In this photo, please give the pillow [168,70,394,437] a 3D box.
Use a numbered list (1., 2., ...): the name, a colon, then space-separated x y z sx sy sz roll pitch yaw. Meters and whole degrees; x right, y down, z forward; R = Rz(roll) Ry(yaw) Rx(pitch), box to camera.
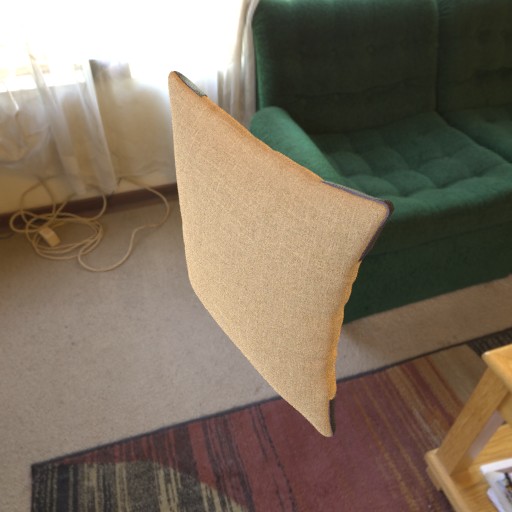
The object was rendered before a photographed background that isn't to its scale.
1. pillow: 0.000 0.000 0.676 0.147 0.441 0.440 -25 47 -26
